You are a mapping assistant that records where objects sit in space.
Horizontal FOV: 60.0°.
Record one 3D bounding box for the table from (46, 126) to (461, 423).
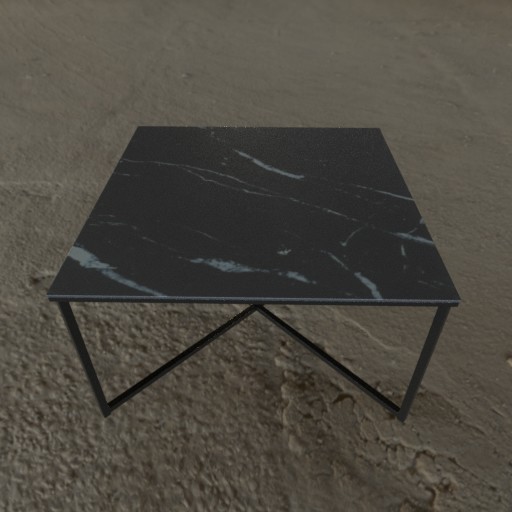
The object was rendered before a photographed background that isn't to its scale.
[{"bbox_3d":[0.000,0.000,1.303,0.800,0.450,0.800,1,39,1],"label":"table"}]
